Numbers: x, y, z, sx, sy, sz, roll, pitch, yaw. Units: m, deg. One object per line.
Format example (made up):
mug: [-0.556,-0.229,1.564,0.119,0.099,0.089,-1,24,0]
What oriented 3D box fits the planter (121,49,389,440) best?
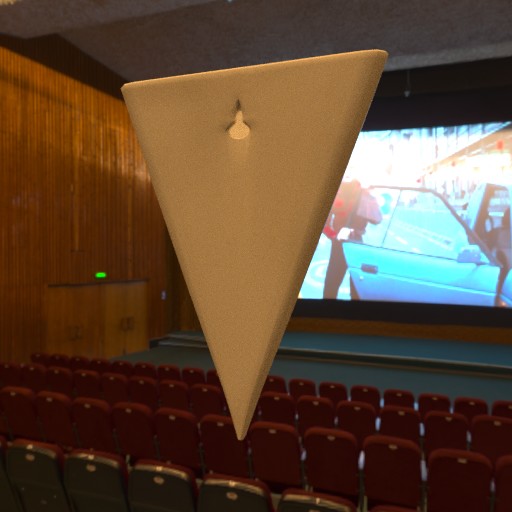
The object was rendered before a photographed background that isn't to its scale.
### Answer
planter: [0.000,0.000,0.260,0.150,0.197,0.060,0,1,18]
